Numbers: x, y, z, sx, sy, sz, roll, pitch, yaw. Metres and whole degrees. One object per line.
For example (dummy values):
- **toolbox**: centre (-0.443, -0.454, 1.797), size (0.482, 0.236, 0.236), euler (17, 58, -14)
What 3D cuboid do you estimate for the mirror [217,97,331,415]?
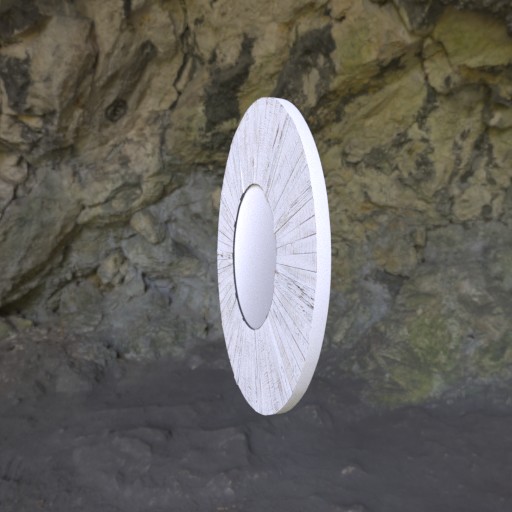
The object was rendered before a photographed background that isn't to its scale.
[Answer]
- **mirror**: centre (0.000, 0.000, 1.352), size (0.038, 0.914, 0.914), euler (0, 0, -18)
